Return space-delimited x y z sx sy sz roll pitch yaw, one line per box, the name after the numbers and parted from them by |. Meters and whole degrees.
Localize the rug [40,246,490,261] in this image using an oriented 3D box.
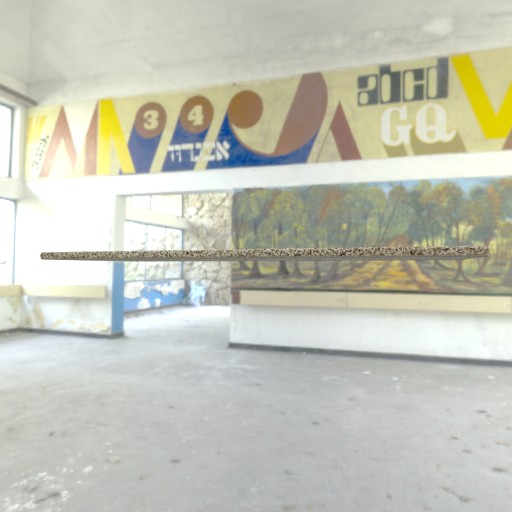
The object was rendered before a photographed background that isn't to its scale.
0.000 0.000 1.709 1.524 0.030 0.609 0 -2 19 | rug
